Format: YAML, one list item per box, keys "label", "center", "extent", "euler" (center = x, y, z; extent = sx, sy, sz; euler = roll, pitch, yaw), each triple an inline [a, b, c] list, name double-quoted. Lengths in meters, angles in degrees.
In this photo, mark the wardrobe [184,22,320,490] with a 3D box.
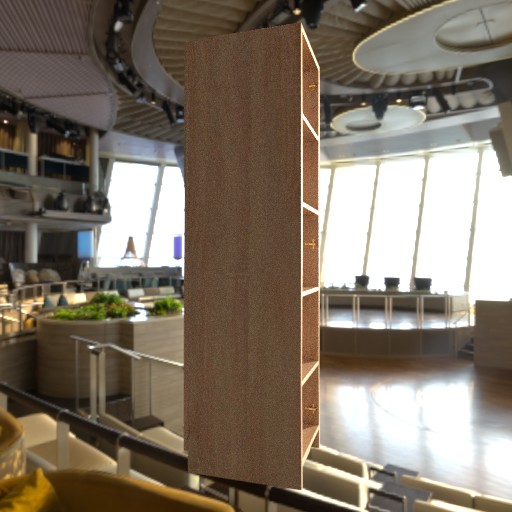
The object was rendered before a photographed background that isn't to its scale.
- label: "wardrobe"
  center: [0.000, 0.000, 2.328]
  extent: [0.588, 2.117, 0.496]
  euler: [0, -1, 18]
